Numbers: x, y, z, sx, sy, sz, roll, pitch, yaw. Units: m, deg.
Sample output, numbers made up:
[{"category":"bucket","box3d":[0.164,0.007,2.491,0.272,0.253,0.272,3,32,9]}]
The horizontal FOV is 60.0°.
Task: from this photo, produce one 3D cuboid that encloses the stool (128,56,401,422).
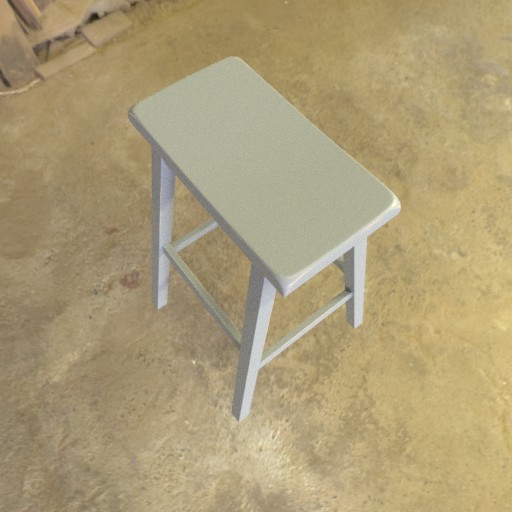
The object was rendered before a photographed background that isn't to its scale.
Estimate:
[{"category":"stool","box3d":[0.000,0.000,1.060,0.476,0.737,0.457,-34,67,-17]}]
